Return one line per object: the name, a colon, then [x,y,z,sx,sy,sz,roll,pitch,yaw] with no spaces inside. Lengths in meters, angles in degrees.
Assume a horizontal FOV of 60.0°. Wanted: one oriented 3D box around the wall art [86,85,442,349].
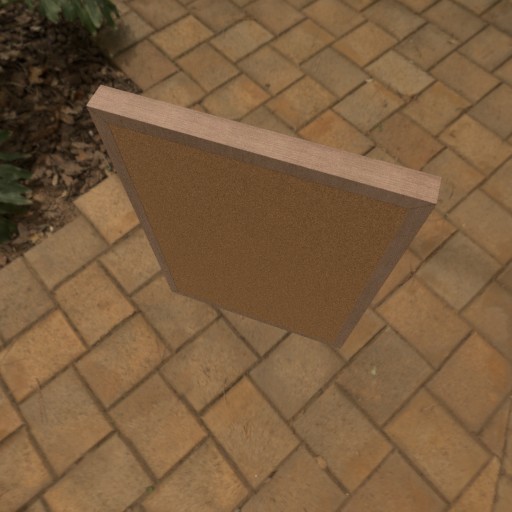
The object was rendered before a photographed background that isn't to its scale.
wall art: [0.000,0.000,0.658,0.356,0.509,0.031,18,65,9]
